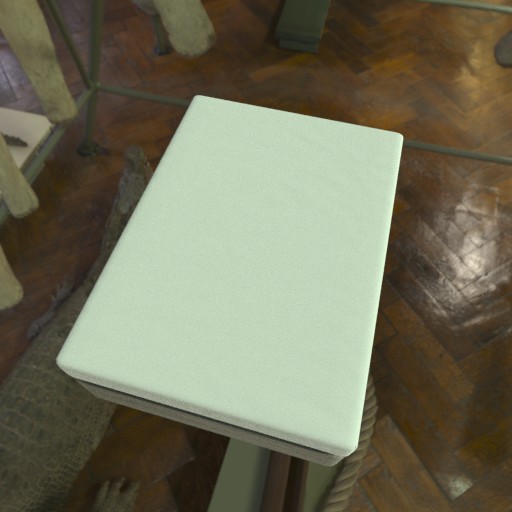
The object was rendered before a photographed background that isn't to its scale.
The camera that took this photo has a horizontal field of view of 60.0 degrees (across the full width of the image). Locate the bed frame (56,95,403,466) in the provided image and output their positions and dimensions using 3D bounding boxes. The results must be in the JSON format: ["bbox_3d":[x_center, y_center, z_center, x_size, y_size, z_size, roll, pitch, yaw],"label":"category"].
[{"bbox_3d":[0.000,0.000,2.586,1.400,0.561,1.900,13,60,8],"label":"bed frame"}]
